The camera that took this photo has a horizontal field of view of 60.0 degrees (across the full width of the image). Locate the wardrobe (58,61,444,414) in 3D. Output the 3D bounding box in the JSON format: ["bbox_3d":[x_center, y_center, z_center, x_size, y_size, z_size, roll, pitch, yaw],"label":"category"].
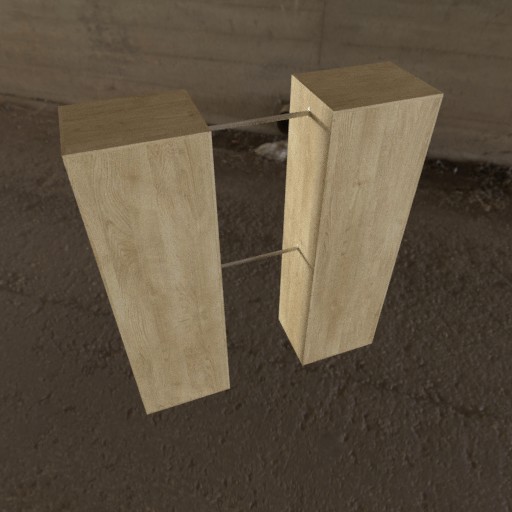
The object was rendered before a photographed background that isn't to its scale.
[{"bbox_3d":[0.000,0.000,2.773,1.770,2.000,0.480,-14,44,-15],"label":"wardrobe"}]
